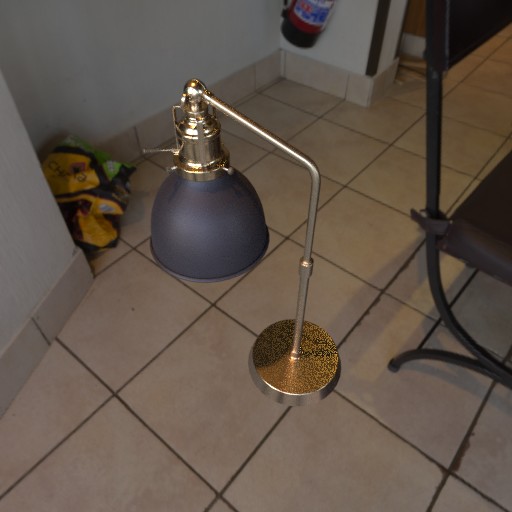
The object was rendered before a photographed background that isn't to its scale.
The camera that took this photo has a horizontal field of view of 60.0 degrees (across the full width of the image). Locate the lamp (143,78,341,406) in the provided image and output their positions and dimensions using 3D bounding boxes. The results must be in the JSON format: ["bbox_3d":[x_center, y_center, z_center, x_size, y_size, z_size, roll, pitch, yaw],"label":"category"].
[{"bbox_3d":[0.000,0.000,0.586,0.291,0.456,0.160,16,49,14],"label":"lamp"}]
